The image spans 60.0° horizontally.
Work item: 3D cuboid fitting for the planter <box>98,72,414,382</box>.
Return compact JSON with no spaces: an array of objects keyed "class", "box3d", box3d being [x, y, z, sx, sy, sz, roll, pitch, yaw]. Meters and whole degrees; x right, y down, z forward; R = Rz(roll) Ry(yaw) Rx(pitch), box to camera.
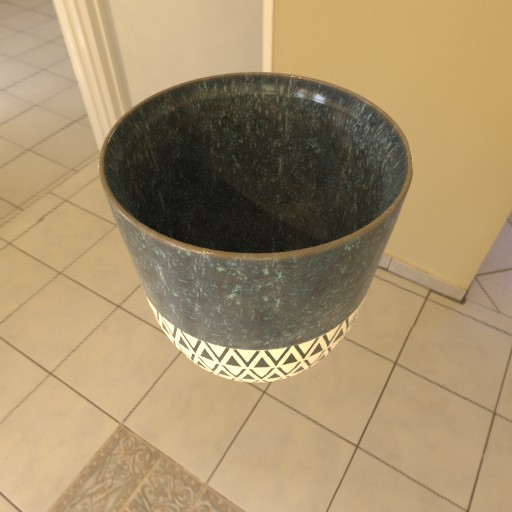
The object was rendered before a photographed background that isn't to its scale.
[{"class":"planter","box3d":[0.000,0.000,0.360,0.195,0.214,0.195,0,48,0]}]
